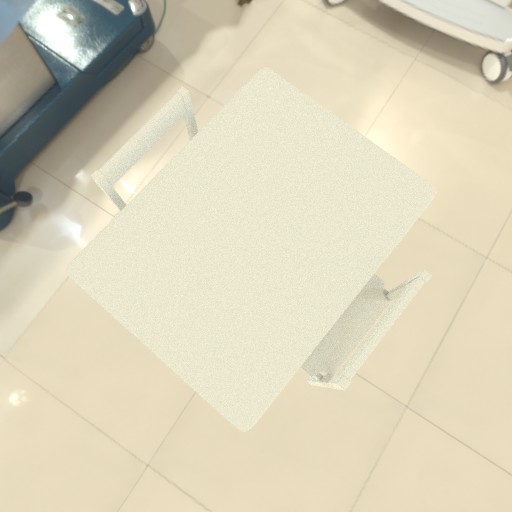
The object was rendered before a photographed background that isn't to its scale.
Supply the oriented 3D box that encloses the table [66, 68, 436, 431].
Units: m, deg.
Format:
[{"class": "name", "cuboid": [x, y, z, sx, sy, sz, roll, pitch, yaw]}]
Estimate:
[{"class": "table", "cuboid": [0.000, 0.000, 1.143, 0.672, 0.503, 0.650, 39, 78, 10]}]
